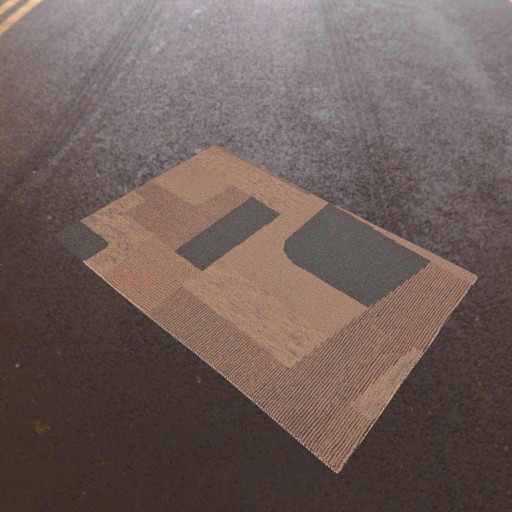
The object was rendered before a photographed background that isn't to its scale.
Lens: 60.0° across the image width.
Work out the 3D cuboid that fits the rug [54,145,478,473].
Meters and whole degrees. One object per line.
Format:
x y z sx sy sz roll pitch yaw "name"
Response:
0.000 0.000 2.301 1.847 0.020 1.238 32 53 28 "rug"
